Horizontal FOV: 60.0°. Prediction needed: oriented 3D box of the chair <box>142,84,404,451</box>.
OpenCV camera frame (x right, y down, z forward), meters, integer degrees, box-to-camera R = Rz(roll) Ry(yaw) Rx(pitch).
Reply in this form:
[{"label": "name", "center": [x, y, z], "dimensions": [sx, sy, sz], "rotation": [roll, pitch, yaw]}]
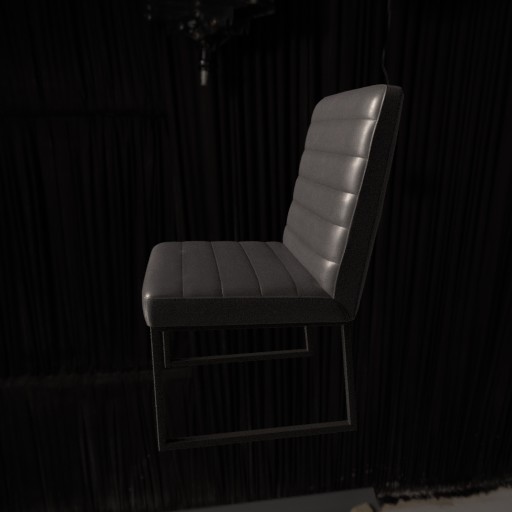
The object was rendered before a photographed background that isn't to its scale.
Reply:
[{"label": "chair", "center": [0.000, 0.000, 1.323], "dimensions": [0.634, 0.930, 0.520], "rotation": [-2, 16, -9]}]
